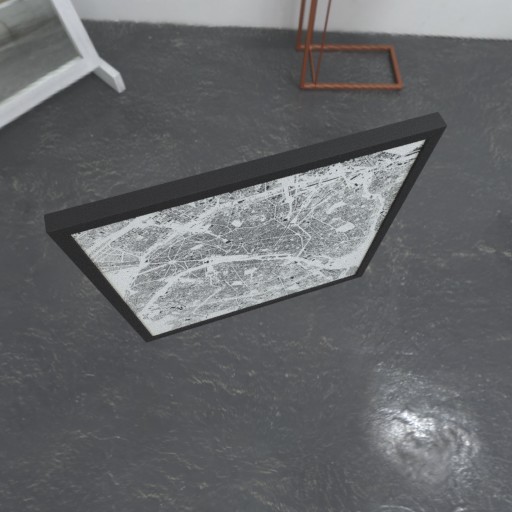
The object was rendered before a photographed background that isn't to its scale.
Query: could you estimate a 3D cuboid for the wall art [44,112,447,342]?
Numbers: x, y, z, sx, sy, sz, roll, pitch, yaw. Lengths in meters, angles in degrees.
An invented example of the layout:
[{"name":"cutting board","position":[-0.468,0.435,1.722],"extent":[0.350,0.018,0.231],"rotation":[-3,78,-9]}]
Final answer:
[{"name":"wall art","position":[0.000,0.000,1.156],"extent":[0.763,0.763,0.037],"rotation":[-16,66,-7]}]
